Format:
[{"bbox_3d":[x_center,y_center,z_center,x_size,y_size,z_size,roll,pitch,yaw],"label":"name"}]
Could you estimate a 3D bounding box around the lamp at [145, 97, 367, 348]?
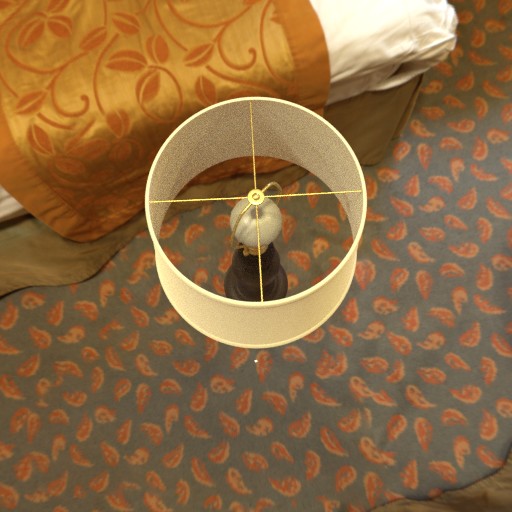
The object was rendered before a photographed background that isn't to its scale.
[{"bbox_3d":[0.000,0.000,0.810,0.335,0.611,0.335,0,77,0],"label":"lamp"}]
